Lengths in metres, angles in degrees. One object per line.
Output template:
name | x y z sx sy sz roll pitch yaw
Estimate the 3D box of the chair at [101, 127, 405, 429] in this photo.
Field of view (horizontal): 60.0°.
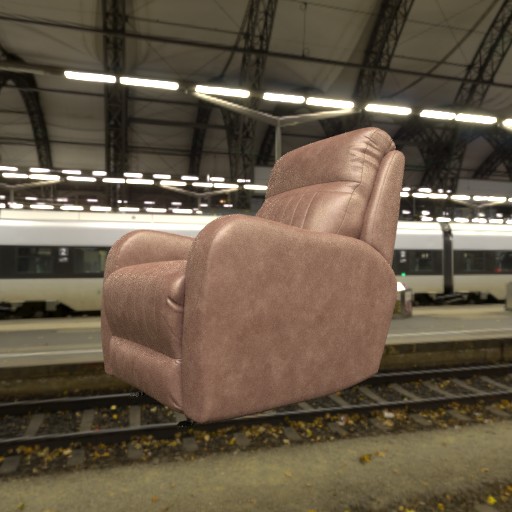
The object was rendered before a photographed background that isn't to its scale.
chair | 0.000 0.000 1.794 1.067 1.067 0.865 1 -1 -37
